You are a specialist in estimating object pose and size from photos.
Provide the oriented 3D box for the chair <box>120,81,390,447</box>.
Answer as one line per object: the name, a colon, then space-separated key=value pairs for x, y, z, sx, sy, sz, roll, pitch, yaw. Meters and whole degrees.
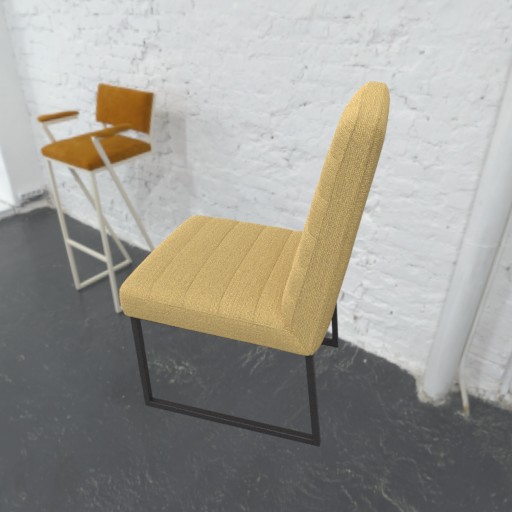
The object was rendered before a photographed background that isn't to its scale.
chair: x=0.000 y=0.000 z=1.301 sx=0.634 sy=0.930 sz=0.520 roll=8 pitch=30 yaw=14
